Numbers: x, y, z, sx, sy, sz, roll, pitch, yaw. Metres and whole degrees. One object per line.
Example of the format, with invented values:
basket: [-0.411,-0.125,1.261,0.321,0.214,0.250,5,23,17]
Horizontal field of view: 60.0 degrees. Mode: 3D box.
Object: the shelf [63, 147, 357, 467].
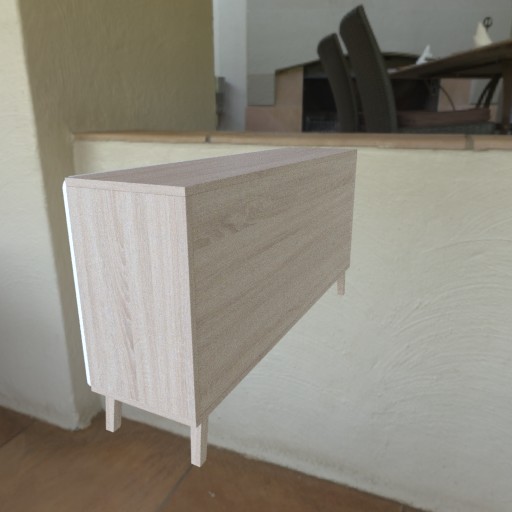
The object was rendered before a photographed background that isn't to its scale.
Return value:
shelf: [0.000,0.000,1.809,0.400,0.780,1.490,8,19,25]
